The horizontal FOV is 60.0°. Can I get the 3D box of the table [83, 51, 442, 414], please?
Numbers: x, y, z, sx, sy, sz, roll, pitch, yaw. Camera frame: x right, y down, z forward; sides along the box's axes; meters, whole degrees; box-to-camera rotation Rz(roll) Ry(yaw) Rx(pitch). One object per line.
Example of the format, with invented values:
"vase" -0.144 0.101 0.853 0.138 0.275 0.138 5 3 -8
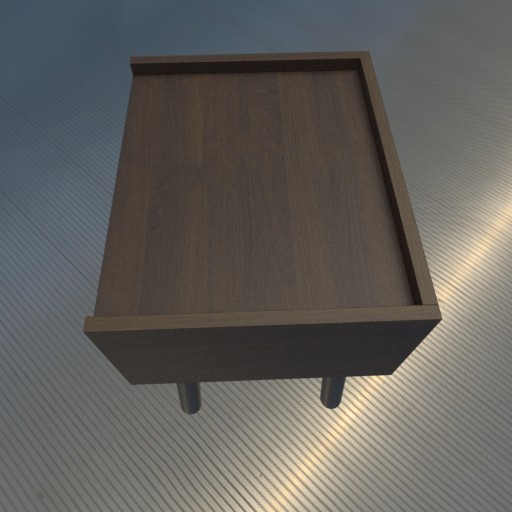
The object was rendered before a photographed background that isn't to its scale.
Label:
"table" 0.000 0.000 0.773 0.370 0.470 0.450 -2 59 -1
